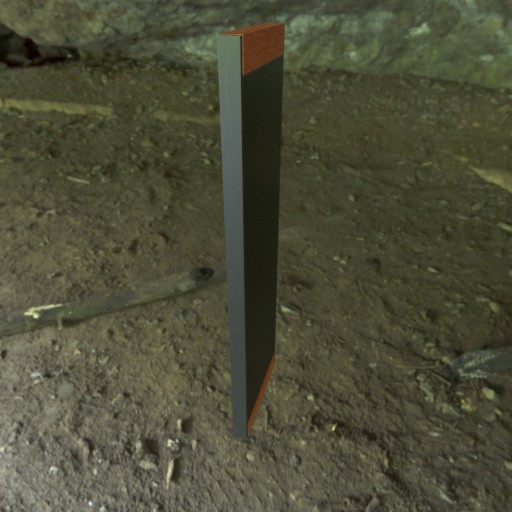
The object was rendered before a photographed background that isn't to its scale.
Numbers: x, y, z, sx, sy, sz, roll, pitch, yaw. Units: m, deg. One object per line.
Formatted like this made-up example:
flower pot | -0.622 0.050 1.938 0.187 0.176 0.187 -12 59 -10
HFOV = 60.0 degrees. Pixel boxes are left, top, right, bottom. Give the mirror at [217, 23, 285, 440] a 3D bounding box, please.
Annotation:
mirror | 0.000 0.000 1.224 0.047 1.123 0.343 9 32 14
